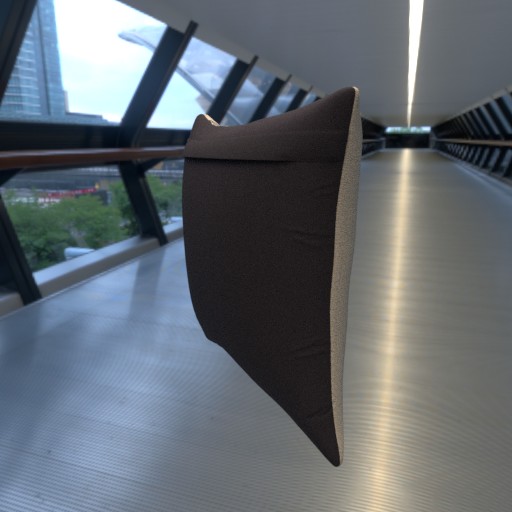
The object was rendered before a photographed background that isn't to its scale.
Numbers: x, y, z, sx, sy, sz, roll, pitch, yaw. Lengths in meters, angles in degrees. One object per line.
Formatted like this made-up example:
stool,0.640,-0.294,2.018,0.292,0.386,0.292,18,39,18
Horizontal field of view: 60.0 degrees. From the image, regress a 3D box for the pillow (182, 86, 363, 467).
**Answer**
pillow,0.000,0.000,0.622,0.173,0.406,0.405,-7,15,-26
